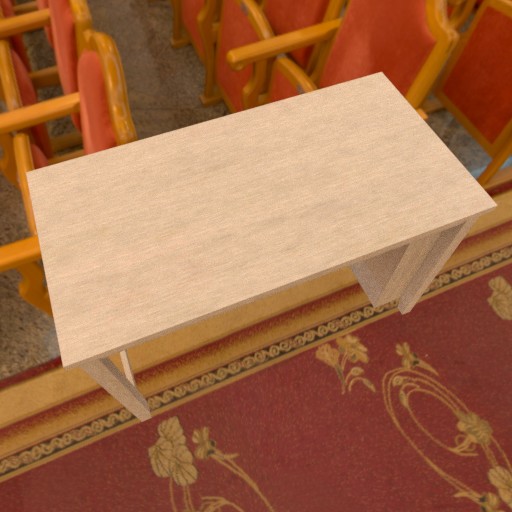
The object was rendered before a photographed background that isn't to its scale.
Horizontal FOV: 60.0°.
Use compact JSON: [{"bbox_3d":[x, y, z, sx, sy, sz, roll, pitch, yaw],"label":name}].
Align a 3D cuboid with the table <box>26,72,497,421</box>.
[{"bbox_3d":[0.000,0.000,1.850,1.397,0.874,0.729,-19,61,-11],"label":"table"}]
